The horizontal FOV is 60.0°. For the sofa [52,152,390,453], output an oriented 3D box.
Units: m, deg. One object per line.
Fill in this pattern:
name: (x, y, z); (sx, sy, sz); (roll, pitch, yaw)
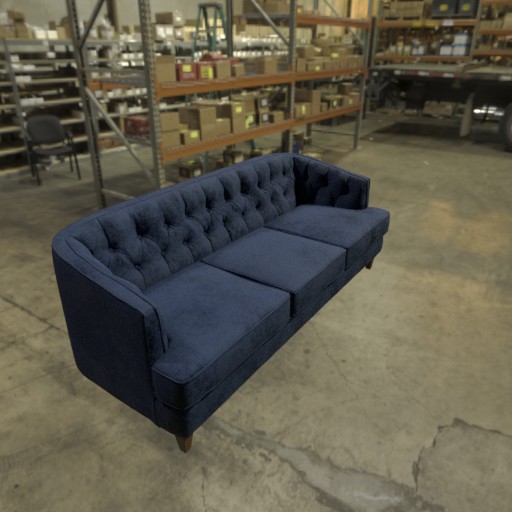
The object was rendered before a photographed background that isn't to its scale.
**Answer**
sofa: (0.000, 0.000, 2.721); (0.941, 0.855, 2.278); (17, 30, 31)
